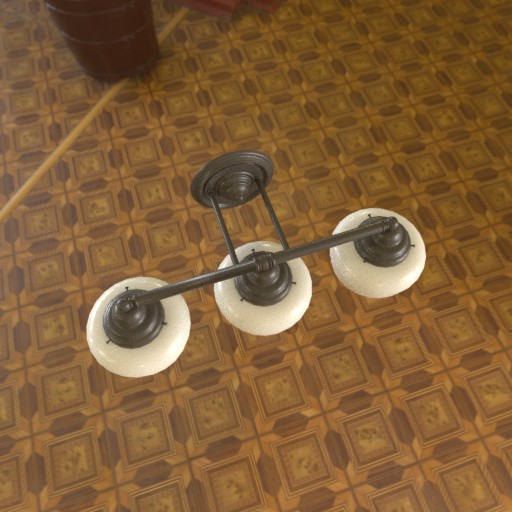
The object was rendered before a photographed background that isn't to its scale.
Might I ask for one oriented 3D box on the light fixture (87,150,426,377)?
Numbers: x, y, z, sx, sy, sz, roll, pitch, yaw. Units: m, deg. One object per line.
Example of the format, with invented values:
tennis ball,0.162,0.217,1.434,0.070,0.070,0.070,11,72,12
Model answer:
light fixture,0.000,0.000,0.721,0.587,0.242,0.239,-17,65,-8
